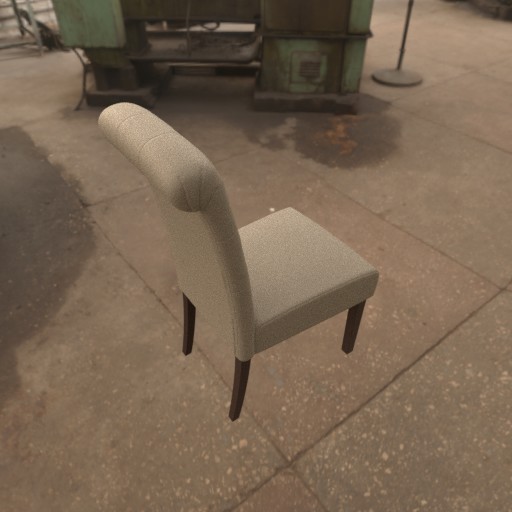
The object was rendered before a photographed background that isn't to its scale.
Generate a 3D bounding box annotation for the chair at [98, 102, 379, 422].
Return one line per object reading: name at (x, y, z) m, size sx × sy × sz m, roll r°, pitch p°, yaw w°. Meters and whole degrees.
chair at (0.000, 0.000, 1.387) m, size 0.671 × 1.006 × 0.456 m, roll -24°, pitch 46°, yaw -26°
